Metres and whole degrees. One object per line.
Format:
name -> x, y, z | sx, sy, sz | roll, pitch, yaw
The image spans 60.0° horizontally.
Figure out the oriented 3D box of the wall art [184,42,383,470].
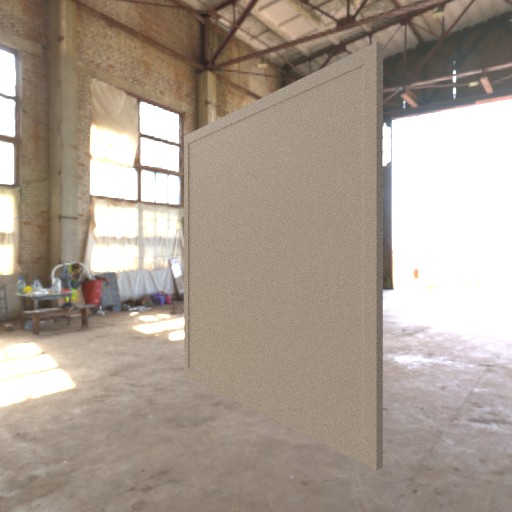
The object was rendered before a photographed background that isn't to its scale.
wall art -> 0.000, 0.000, 0.956 | 0.015, 0.660, 0.660 | 0, 0, -36
